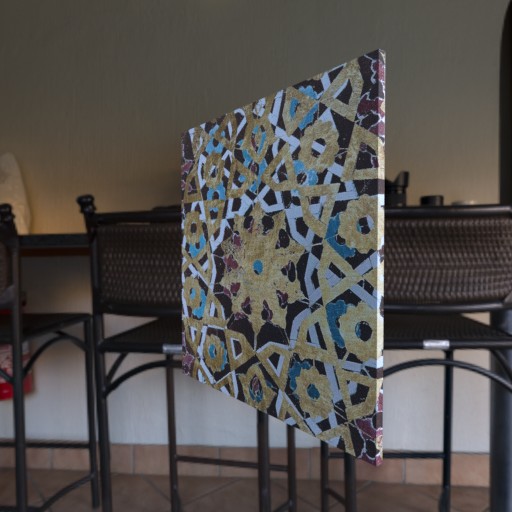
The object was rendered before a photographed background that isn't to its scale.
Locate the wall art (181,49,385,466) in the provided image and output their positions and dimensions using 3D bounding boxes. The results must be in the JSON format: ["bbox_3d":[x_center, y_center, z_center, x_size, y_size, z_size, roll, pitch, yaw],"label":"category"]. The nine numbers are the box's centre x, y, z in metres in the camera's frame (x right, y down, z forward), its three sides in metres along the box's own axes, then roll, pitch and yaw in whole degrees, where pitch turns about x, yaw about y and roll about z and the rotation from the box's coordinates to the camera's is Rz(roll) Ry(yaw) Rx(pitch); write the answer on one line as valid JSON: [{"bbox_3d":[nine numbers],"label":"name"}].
[{"bbox_3d":[0.000,0.000,0.594,0.010,0.406,0.404,-1,2,-37],"label":"wall art"}]
